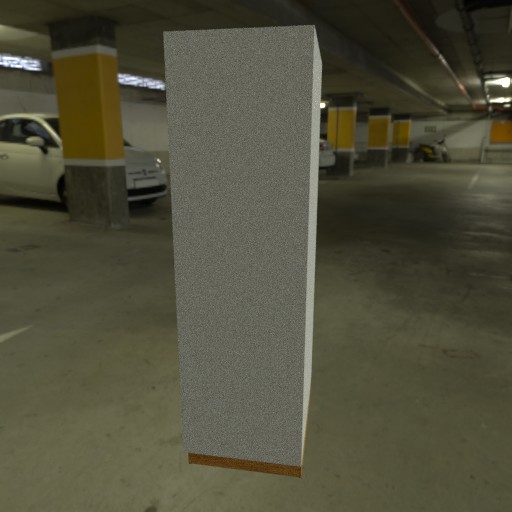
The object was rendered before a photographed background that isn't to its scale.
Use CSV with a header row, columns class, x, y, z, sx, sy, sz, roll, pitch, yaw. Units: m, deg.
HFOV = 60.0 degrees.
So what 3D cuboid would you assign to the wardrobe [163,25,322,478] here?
class,x,y,z,sx,sy,sz,roll,pitch,yaw
wardrobe,0.000,0.000,2.384,0.600,2.040,0.860,3,15,10
